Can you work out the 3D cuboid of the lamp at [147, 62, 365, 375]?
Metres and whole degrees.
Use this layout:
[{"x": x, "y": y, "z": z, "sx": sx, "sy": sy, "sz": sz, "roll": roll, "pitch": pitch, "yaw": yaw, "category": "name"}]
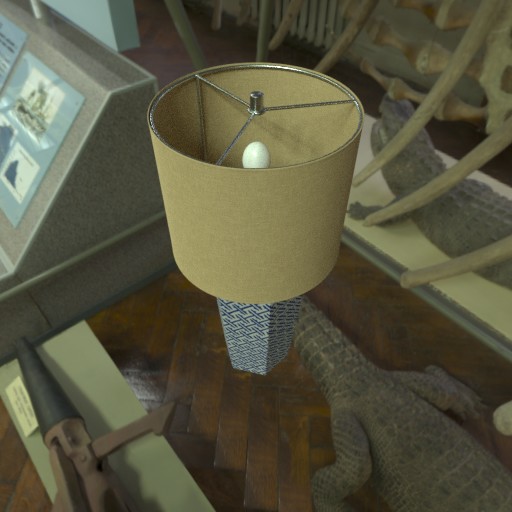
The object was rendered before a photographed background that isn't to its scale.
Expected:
[{"x": 0.000, "y": 0.000, "z": 0.893, "sx": 0.320, "sy": 0.682, "sz": 0.320, "roll": -32, "pitch": 54, "yaw": -27, "category": "lamp"}]
